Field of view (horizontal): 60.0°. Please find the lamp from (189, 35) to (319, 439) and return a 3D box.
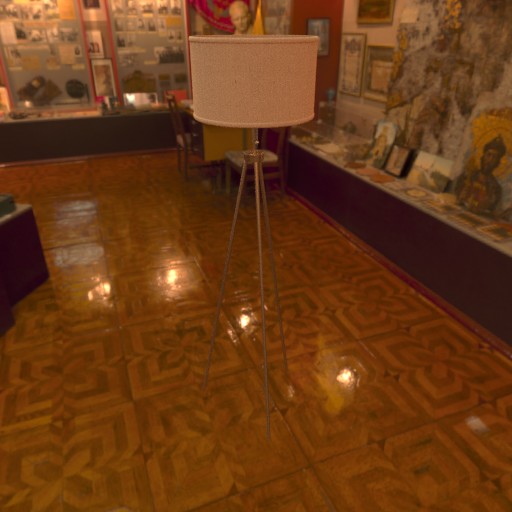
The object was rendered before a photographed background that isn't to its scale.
[{"bbox_3d":[0.000,0.000,1.740,0.449,1.545,0.460,-9,29,-17],"label":"lamp"}]
